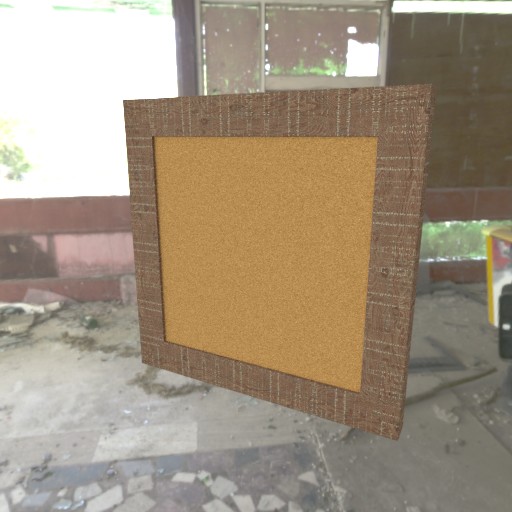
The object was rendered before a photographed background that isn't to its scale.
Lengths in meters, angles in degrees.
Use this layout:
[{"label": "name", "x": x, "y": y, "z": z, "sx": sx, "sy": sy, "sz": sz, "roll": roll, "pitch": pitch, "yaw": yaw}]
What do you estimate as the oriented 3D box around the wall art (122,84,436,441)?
[{"label": "wall art", "x": 0.000, "y": 0.000, "z": 0.771, "sx": 0.531, "sy": 0.531, "sz": 0.040, "roll": 8, "pitch": 17, "yaw": 27}]
